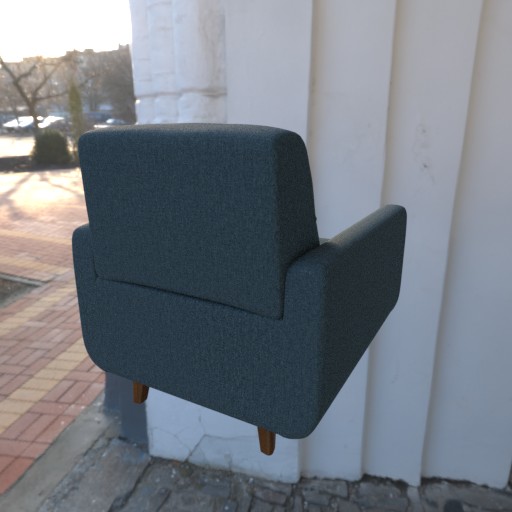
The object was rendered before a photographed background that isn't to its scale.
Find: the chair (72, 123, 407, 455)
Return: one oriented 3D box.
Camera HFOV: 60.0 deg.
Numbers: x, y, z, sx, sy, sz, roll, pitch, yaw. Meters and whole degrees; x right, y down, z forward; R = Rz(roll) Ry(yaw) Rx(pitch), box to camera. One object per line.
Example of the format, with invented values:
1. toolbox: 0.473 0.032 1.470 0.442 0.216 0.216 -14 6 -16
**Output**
1. chair: 0.000 0.000 1.629 0.880 0.940 0.964 9 19 28
